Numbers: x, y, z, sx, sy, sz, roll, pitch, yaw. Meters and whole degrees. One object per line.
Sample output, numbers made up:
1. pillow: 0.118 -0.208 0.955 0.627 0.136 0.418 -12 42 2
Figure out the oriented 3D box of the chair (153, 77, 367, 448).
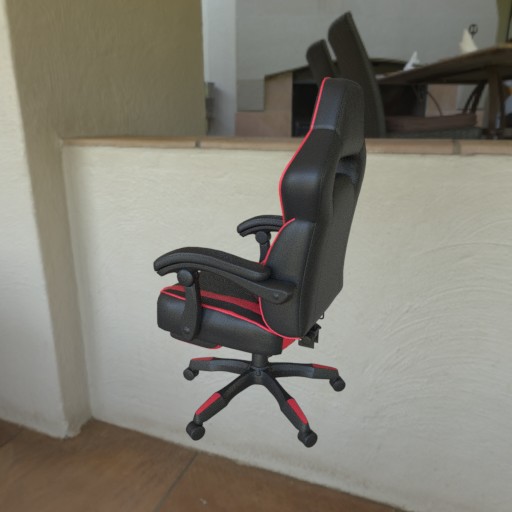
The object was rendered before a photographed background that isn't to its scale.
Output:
1. chair: 0.000 0.000 1.668 0.700 1.220 0.700 8 18 24
